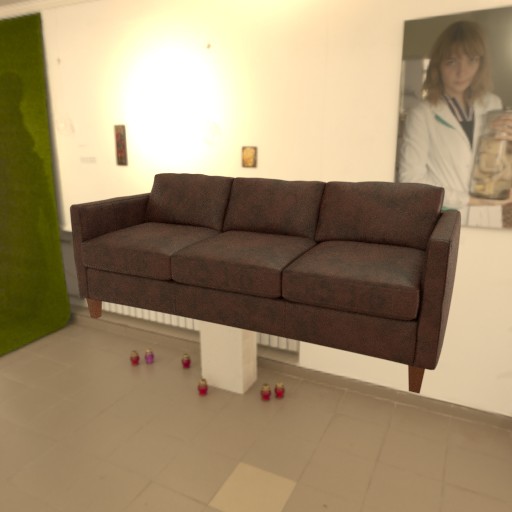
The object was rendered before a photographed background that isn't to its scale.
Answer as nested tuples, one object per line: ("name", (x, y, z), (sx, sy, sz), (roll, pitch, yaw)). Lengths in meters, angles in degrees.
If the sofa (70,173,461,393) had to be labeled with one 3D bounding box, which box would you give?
("sofa", (0.000, 0.000, 3.004), (2.464, 1.006, 1.045), (7, 16, 25))
